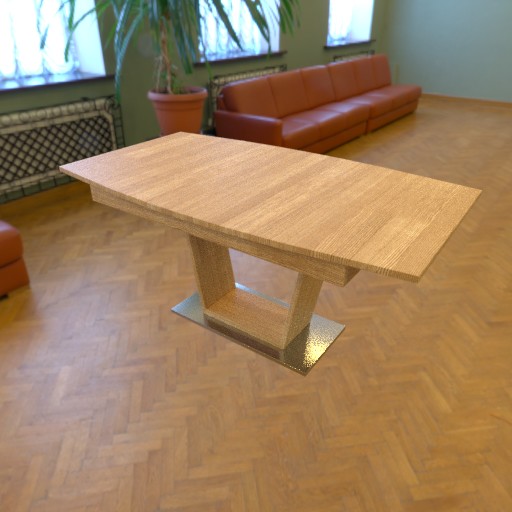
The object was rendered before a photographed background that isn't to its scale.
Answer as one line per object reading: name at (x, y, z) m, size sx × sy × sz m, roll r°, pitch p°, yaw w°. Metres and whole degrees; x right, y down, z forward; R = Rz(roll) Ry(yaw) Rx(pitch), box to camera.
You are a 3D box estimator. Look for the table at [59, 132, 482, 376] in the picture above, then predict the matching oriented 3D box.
table at (0.000, 0.000, 2.024) m, size 1.598 × 0.748 × 0.900 m, roll 19°, pitch 34°, yaw 30°
